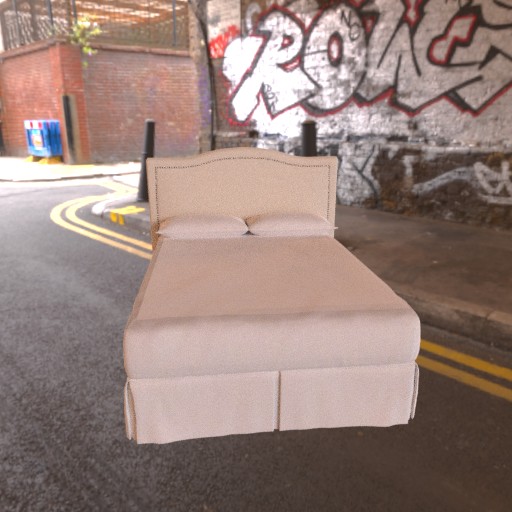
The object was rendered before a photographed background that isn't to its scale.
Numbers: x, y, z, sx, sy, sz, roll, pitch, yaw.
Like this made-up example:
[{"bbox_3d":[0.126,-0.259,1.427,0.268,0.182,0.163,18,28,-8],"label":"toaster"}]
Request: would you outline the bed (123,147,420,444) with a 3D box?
[{"bbox_3d":[0.000,0.000,3.277,1.753,1.460,2.143,-2,17,-6],"label":"bed"}]
